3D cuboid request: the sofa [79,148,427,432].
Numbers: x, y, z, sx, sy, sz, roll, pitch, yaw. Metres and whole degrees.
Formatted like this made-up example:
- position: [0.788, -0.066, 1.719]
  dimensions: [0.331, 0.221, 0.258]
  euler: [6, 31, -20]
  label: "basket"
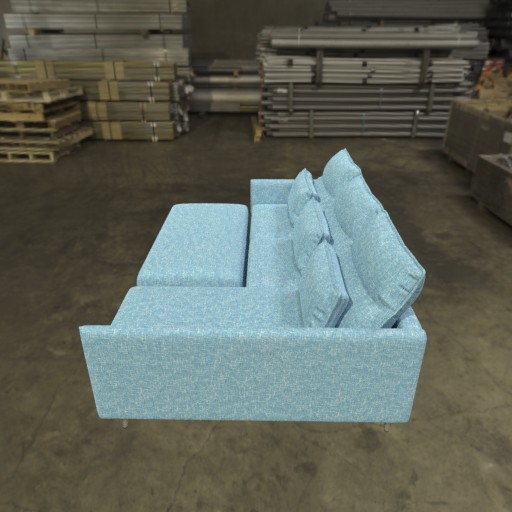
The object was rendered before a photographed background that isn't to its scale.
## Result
- position: [0.000, 0.000, 2.759]
  dimensions: [1.420, 0.899, 2.034]
  euler: [0, 27, 1]
  label: "sofa"
